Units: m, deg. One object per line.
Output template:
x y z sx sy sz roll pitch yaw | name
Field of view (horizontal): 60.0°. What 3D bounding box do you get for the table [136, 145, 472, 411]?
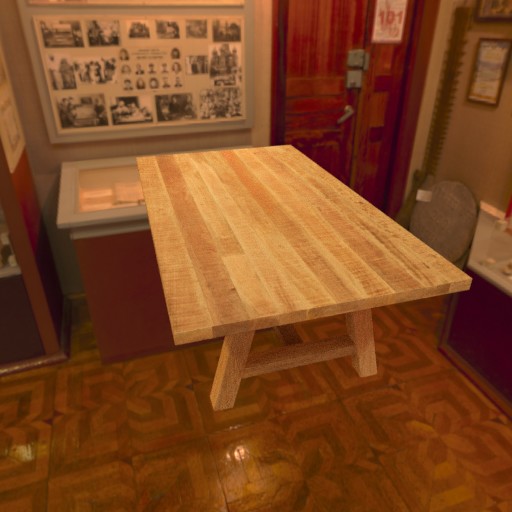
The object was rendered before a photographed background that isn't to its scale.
0.000 0.000 1.700 0.760 0.455 1.320 -8 30 -14 | table
